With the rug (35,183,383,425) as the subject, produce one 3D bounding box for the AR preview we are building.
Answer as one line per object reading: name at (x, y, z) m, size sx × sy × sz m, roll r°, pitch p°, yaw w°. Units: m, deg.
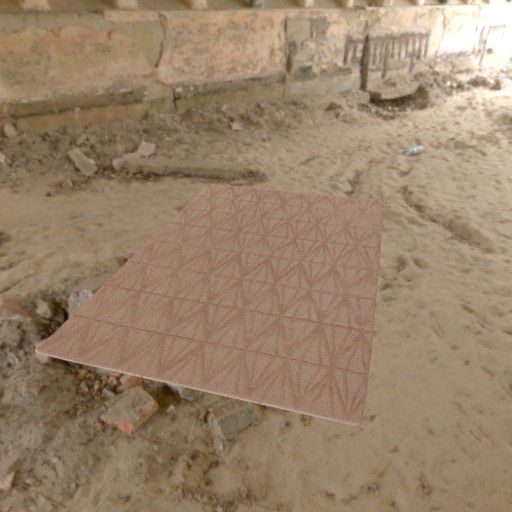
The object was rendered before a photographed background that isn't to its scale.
rug at (0.000, 0.000, 2.288) m, size 1.230 × 0.025 × 1.837 m, roll 8°, pitch 31°, yaw 14°
